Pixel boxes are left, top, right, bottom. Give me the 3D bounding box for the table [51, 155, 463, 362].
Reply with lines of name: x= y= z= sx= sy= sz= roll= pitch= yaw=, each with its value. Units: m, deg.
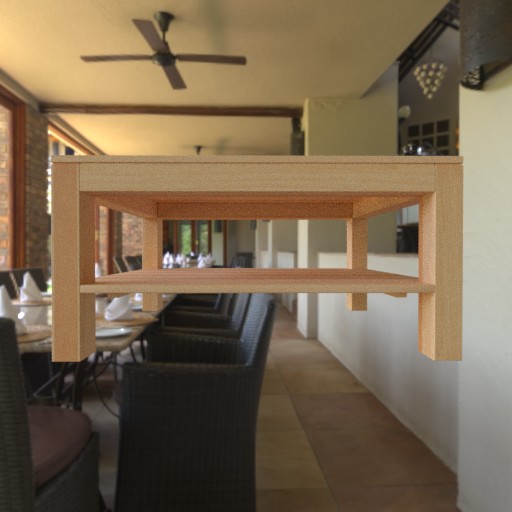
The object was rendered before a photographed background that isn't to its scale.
table: x=0.000 y=0.000 z=1.418 sx=0.900 sy=0.450 sz=0.900 roll=0 pitch=1 yaw=-1
